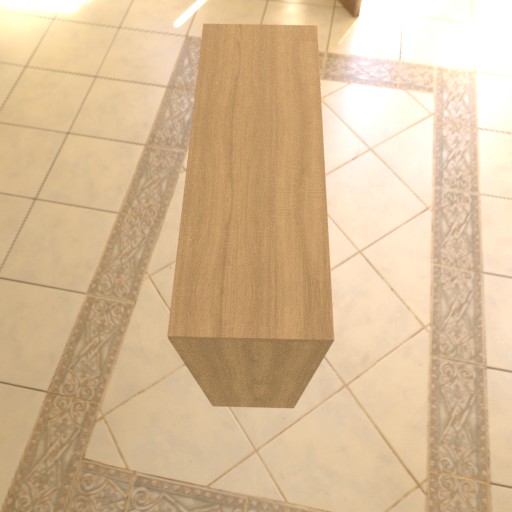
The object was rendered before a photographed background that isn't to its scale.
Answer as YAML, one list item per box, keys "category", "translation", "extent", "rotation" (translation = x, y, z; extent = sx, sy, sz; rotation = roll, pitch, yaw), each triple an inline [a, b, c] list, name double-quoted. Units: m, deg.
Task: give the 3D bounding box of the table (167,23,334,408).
- category: "table"
  translation: [0.000, 0.000, 1.916]
  extent: [0.398, 1.388, 1.111]
  rotation: [1, 64, 1]
